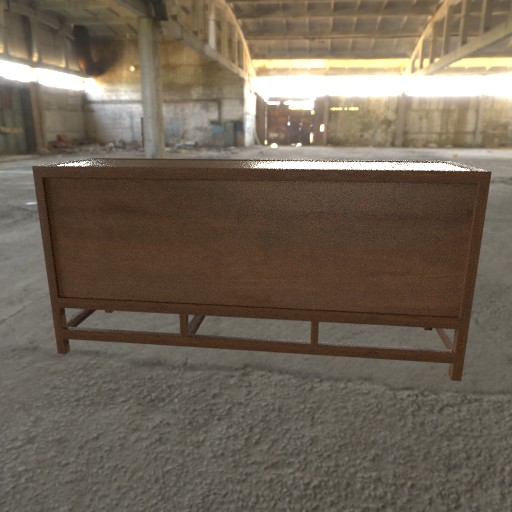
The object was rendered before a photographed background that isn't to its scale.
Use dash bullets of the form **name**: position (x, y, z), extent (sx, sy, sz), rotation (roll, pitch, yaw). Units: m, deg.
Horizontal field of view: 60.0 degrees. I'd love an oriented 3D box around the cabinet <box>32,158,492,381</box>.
- **cabinet**: position (0.000, 0.000, 1.996), extent (1.708, 0.820, 0.522), rotation (2, 16, 7)
